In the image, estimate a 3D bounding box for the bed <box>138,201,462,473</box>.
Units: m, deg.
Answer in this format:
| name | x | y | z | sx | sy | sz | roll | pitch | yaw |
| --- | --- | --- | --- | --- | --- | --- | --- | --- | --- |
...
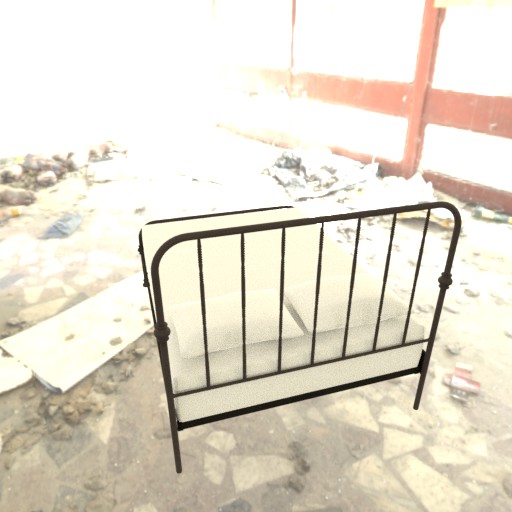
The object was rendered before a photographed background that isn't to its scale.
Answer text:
| name | x | y | z | sx | sy | sz | roll | pitch | yaw |
| --- | --- | --- | --- | --- | --- | --- | --- | --- | --- |
| bed | 0.000 | 0.000 | 3.216 | 1.616 | 1.446 | 2.134 | -8 | 29 | -15 |
